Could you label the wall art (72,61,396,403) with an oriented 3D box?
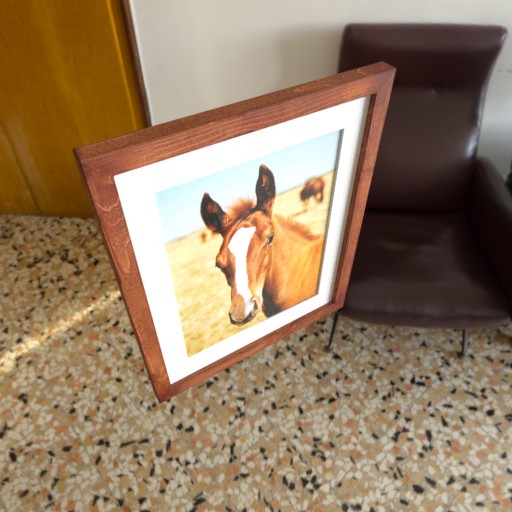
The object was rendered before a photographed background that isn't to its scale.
[{"bbox_3d":[0.000,0.000,0.766,0.462,0.558,0.030,-24,50,-22],"label":"wall art"}]
